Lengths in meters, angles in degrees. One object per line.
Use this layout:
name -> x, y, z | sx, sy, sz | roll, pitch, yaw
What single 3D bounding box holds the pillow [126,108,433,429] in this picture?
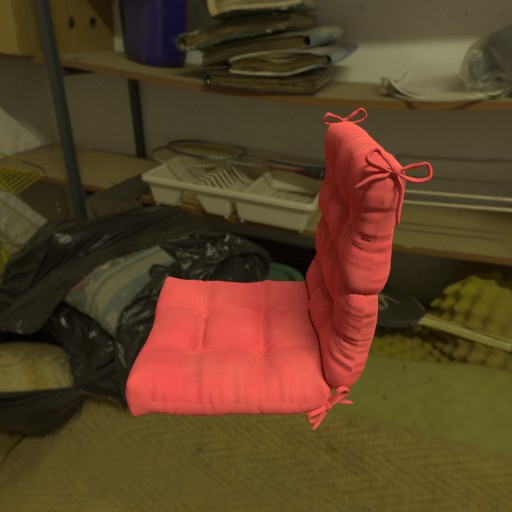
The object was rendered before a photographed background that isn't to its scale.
pillow -> 0.000, 0.000, 1.043 | 0.571, 0.605, 0.519 | 0, 27, 0
